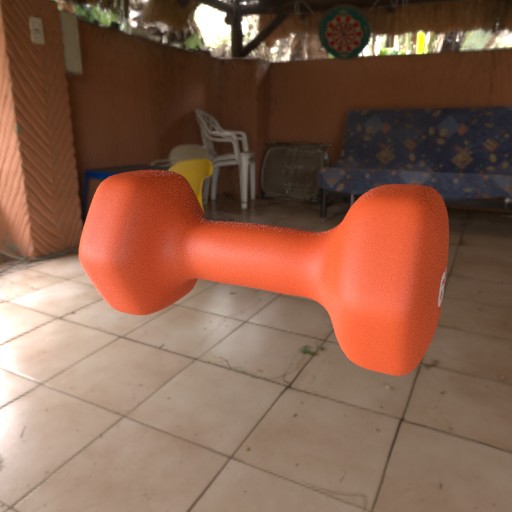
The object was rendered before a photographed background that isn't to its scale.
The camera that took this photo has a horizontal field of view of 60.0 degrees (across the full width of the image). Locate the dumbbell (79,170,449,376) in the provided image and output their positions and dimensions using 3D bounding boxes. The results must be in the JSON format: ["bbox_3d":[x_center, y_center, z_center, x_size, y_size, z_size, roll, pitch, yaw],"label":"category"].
[{"bbox_3d":[0.000,0.000,0.205,0.162,0.071,0.079,8,19,25],"label":"dumbbell"}]
